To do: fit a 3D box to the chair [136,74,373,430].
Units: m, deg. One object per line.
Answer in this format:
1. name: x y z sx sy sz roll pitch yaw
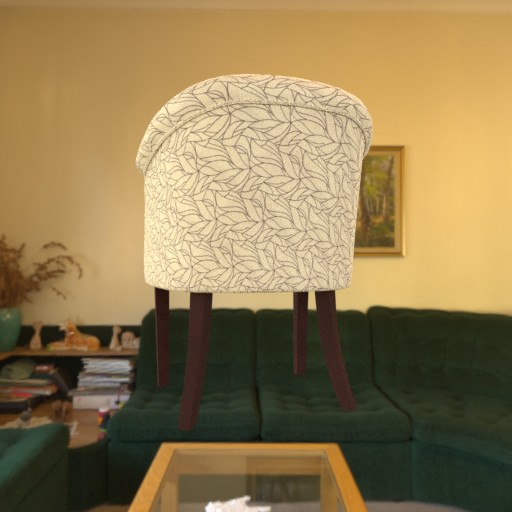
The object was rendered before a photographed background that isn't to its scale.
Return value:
1. chair: 0.000 0.000 1.317 0.686 0.858 0.613 0 0 -18
